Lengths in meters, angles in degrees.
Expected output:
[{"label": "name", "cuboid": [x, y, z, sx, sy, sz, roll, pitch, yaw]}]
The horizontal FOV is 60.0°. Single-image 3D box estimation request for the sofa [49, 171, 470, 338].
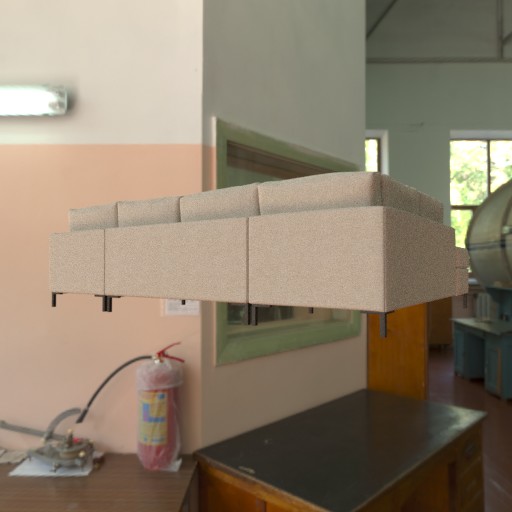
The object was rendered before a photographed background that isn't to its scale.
[{"label": "sofa", "cuboid": [0.000, 0.000, 3.735, 2.984, 0.862, 1.989, -1, -2, 35]}]
